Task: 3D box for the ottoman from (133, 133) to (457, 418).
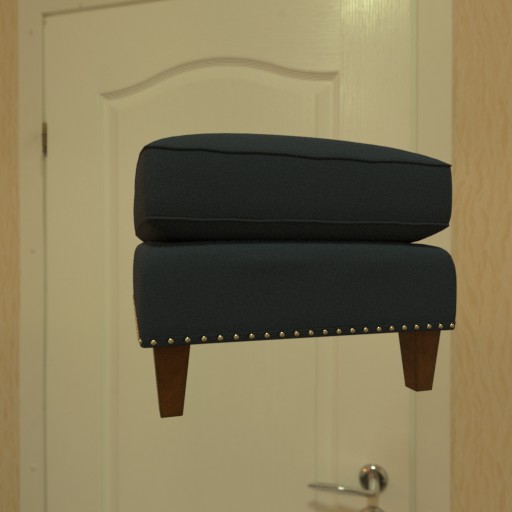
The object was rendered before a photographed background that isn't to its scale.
[{"bbox_3d":[0.000,0.000,1.102,0.584,0.513,0.741,0,1,-16],"label":"ottoman"}]
